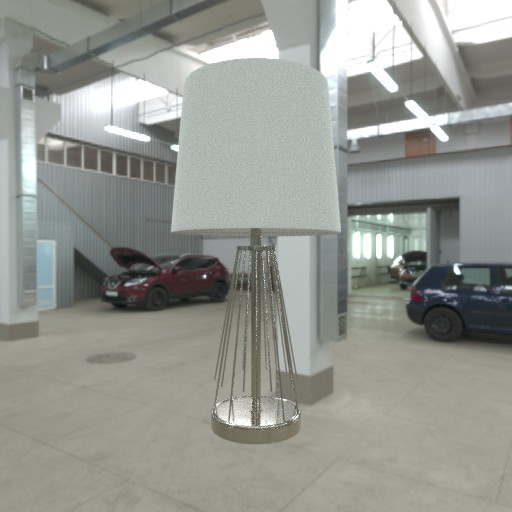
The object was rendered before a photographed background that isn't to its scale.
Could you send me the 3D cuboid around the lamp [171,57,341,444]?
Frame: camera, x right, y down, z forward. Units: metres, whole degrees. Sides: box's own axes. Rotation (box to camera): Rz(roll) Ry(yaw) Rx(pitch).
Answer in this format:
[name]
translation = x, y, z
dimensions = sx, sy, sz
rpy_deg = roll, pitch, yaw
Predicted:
[lamp]
translation = 0.000, 0.000, 0.805
dimensions = 0.303, 0.618, 0.303
rpy_deg = 0, 0, 0
